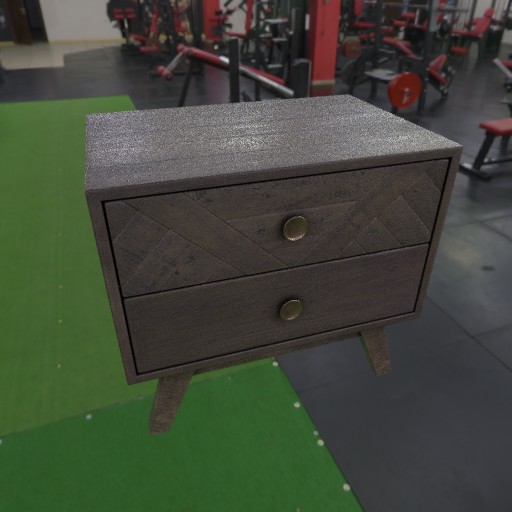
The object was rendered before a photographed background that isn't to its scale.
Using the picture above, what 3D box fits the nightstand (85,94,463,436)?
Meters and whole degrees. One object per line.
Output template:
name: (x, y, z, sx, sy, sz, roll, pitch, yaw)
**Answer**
nightstand: (0.000, 0.000, 1.046, 0.650, 0.599, 0.450, -10, 33, -15)
